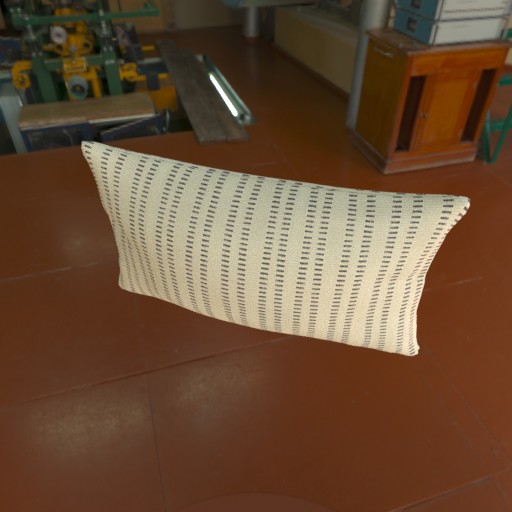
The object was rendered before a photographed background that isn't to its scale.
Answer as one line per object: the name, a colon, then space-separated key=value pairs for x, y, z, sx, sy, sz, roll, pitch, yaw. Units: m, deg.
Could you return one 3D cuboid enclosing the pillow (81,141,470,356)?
pillow: x=0.000 y=0.000 z=0.798 sx=0.640 sy=0.353 sz=0.210 roll=11 pitch=42 yaw=13
